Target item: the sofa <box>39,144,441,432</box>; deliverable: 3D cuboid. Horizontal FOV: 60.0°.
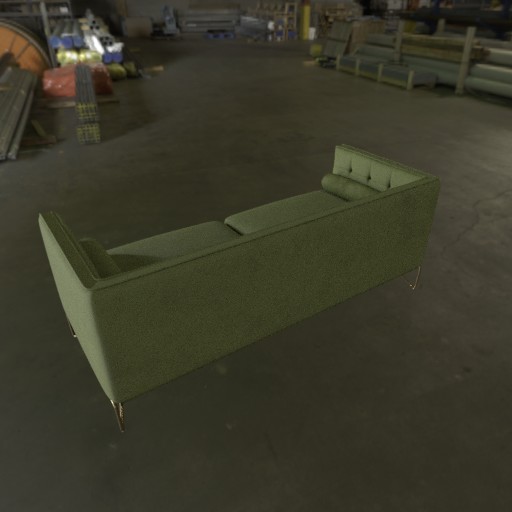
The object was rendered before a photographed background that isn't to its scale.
[{"bbox_3d":[0.000,0.000,2.585,2.087,0.789,0.867,-19,36,-29],"label":"sofa"}]
